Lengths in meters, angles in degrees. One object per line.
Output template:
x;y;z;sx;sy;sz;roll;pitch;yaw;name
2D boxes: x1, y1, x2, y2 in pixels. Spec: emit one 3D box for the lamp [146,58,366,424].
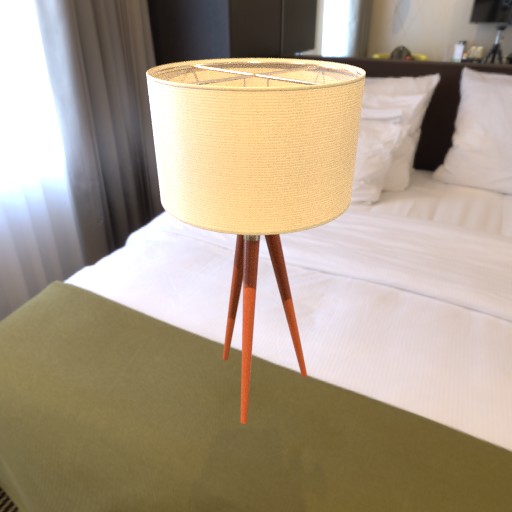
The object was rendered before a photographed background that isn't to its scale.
0.000;0.000;0.907;0.354;0.709;0.355;-2;30;-3;lamp
